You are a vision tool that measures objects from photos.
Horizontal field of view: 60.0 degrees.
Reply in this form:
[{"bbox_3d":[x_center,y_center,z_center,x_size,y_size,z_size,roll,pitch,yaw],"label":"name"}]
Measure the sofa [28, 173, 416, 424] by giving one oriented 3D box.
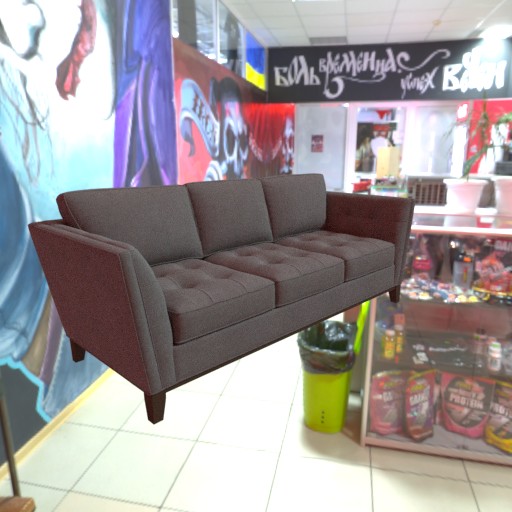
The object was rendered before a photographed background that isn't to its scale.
[{"bbox_3d":[0.000,0.000,2.849,2.387,0.940,0.965,-14,20,-43],"label":"sofa"}]
